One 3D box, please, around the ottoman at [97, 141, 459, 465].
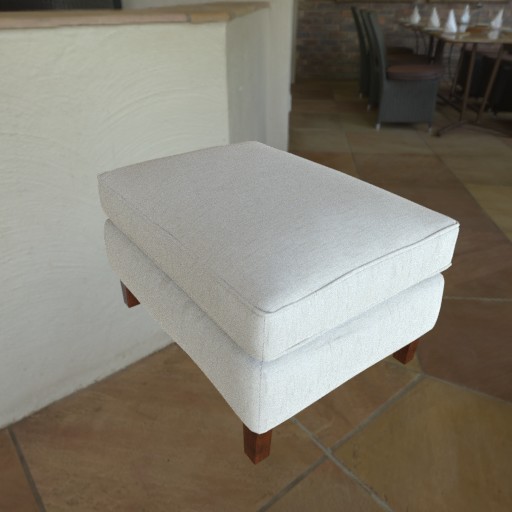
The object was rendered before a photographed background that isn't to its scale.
[{"bbox_3d":[0.000,0.000,0.983,0.501,0.406,0.665,-20,36,-31],"label":"ottoman"}]
